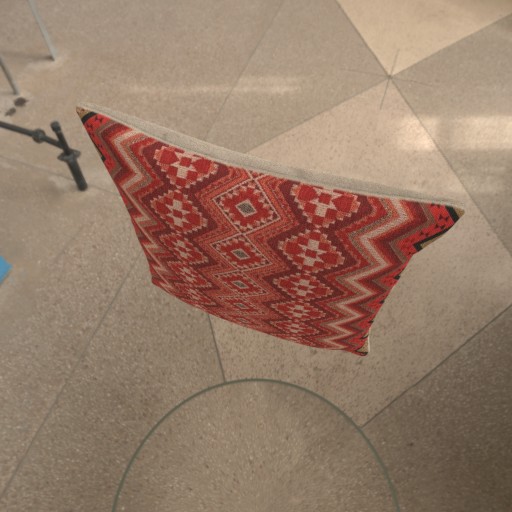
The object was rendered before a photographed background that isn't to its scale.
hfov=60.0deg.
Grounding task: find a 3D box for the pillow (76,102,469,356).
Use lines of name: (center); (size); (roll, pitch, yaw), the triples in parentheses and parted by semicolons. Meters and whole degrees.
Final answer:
pillow: (0.000, 0.000, 0.764); (0.513, 0.511, 0.158); (17, 60, 10)
